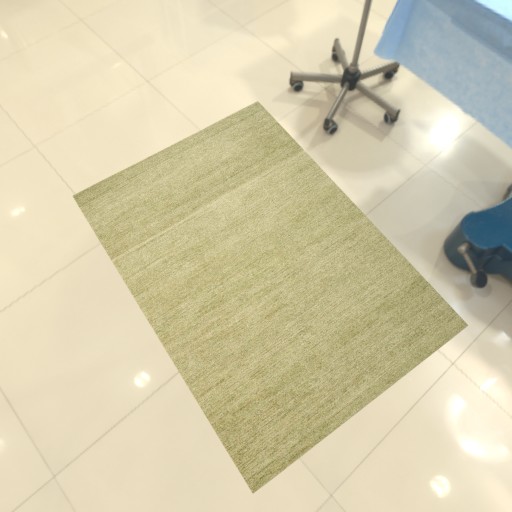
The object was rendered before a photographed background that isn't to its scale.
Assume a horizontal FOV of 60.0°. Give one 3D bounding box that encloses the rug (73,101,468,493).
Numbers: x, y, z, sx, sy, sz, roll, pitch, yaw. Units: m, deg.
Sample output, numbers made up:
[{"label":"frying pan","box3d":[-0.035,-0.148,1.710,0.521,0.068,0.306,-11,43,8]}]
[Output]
[{"label":"rug","box3d":[0.000,0.000,2.936,1.606,0.017,2.270,-32,68,-15]}]
